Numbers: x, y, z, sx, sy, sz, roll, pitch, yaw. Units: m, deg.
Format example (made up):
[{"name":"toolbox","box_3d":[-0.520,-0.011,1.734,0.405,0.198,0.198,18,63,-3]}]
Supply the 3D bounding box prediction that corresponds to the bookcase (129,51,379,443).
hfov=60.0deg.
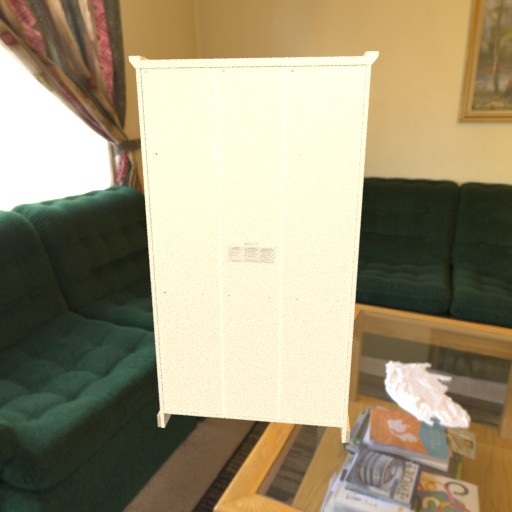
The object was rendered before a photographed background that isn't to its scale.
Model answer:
[{"name":"bookcase","box_3d":[0.000,0.000,2.313,1.050,1.880,0.432,2,17,7]}]
